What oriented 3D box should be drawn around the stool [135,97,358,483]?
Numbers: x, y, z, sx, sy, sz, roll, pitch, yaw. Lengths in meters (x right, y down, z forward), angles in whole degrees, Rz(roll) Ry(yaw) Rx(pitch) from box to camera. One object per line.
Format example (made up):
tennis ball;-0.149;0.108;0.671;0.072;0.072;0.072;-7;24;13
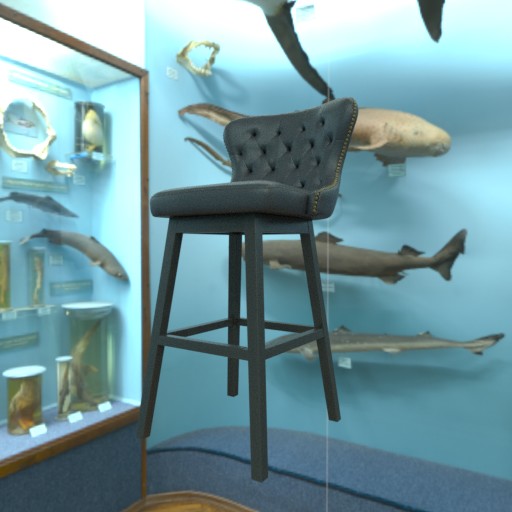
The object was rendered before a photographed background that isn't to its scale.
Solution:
stool;0.000;0.000;1.402;0.528;1.050;0.601;1;2;34
